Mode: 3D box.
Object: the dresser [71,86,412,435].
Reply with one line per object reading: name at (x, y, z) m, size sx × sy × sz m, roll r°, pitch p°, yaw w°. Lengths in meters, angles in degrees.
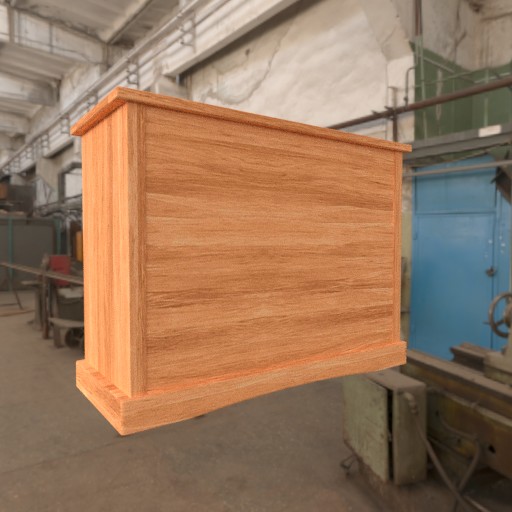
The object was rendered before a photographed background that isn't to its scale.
dresser at (0.000, 0.000, 1.379) m, size 0.990 × 0.740 × 0.410 m, roll -1°, pitch 2°, yaw -35°
